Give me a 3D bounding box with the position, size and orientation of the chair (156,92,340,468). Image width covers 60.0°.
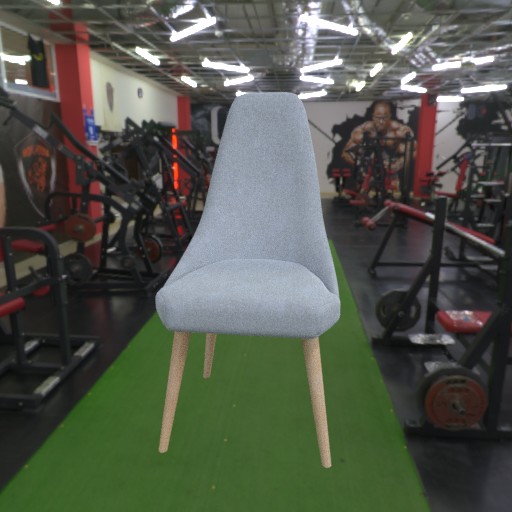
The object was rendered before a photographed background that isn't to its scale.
[{"bbox_3d":[0.000,0.000,1.398,0.510,1.040,0.660,2,14,7],"label":"chair"}]
